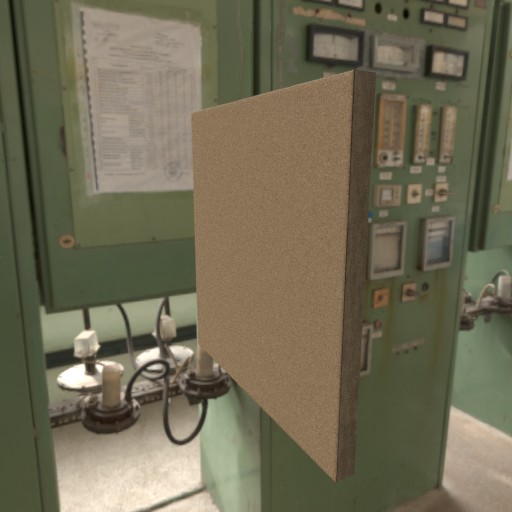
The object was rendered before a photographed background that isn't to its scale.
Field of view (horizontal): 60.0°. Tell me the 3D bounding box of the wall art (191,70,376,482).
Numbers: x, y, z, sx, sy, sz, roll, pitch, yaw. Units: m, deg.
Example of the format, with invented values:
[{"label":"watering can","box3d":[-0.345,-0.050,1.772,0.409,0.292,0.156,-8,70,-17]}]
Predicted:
[{"label":"wall art","box3d":[0.000,0.000,1.113,0.050,0.751,0.749,-6,14,-27]}]
